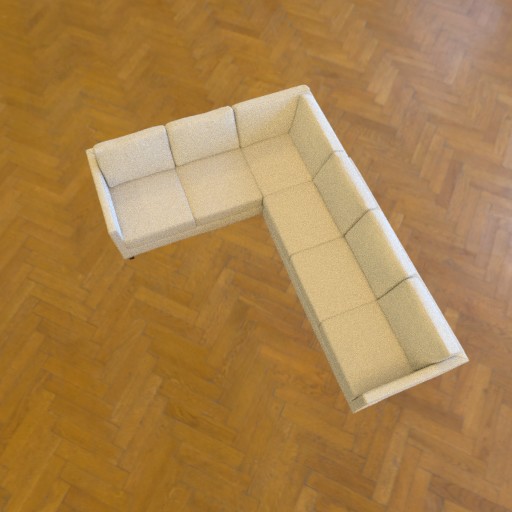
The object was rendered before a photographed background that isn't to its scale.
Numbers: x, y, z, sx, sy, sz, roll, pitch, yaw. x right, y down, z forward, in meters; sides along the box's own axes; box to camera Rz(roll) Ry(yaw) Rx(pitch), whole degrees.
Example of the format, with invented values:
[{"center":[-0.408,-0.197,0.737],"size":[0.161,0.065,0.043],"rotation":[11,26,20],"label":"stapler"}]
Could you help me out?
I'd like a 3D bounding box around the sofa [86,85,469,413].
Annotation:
[{"center":[0.000,0.000,4.182],"size":[2.432,0.863,3.182],"rotation":[-19,67,-9],"label":"sofa"}]
